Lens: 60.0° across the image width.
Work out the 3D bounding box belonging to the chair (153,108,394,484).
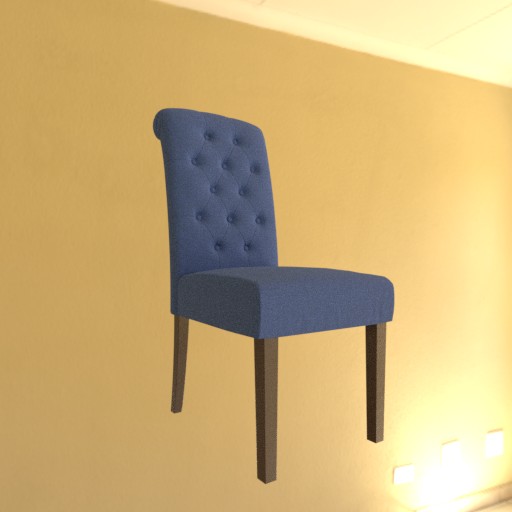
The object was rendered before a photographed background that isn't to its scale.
[{"bbox_3d":[0.000,0.000,1.355,0.456,1.006,0.671,0,0,-35],"label":"chair"}]
